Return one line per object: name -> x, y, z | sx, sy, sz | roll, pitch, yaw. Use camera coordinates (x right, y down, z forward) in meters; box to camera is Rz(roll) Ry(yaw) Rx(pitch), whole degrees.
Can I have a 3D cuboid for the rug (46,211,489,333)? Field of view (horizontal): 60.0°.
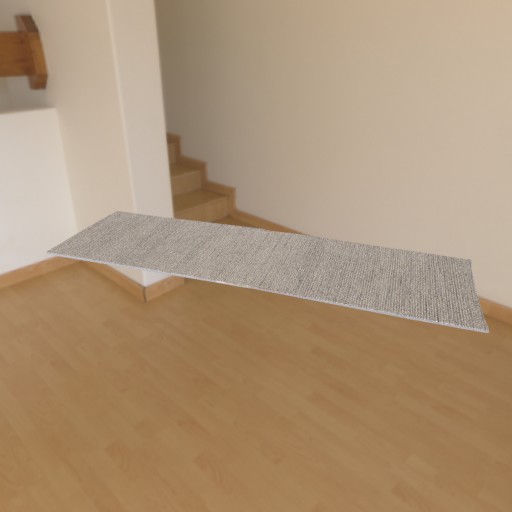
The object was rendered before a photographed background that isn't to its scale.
rug -> 0.000, 0.000, 2.498 | 2.320, 0.032, 0.692 | 9, 28, 17
